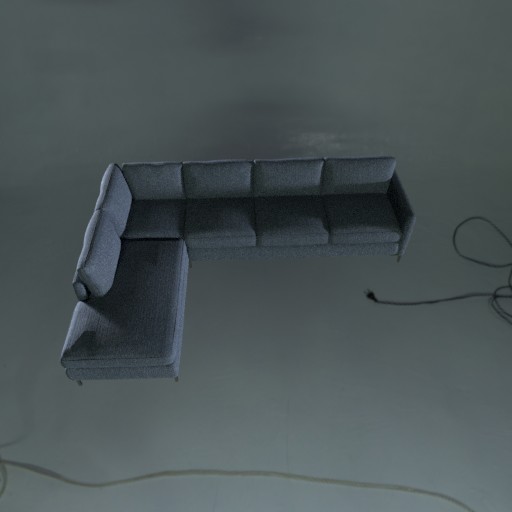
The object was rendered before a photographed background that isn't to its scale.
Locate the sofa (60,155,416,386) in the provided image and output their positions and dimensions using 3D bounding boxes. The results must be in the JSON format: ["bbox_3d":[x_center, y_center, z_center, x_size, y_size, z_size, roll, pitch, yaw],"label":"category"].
[{"bbox_3d":[0.000,0.000,3.900,2.949,0.815,2.007,-2,47,-2],"label":"sofa"}]
